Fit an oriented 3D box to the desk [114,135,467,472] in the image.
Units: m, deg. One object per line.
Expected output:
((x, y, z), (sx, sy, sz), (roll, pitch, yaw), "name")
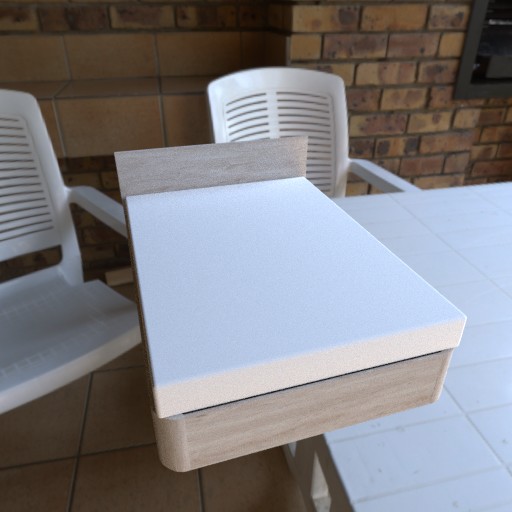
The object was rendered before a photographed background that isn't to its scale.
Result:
((0.000, 0.000, 2.571), (1.400, 0.800, 1.900), (-9, 31, -15), "desk")
